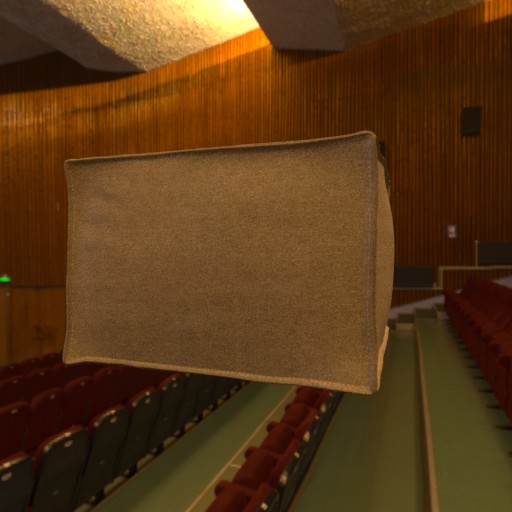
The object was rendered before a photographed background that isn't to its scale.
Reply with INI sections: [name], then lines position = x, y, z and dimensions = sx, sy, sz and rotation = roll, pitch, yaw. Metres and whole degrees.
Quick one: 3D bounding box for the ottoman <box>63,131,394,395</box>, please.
[ottoman]
position = 0.000, 0.000, 1.169
dimensions = 0.696, 0.470, 0.707
rotation = 0, 1, 18
